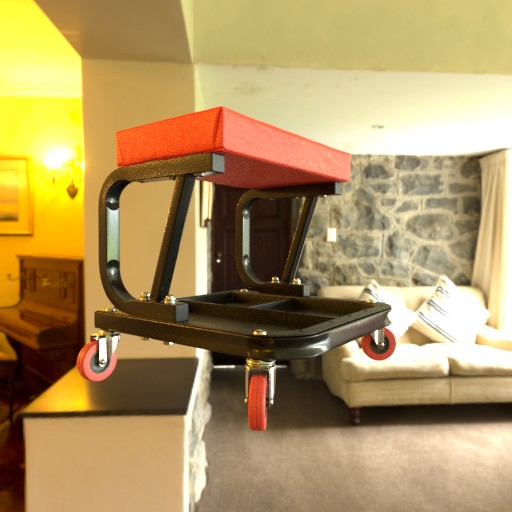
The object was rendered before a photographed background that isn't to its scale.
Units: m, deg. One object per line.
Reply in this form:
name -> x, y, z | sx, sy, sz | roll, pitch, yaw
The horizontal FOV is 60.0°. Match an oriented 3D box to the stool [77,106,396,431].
stool -> 0.000, 0.000, 0.736 | 0.371, 0.380, 0.446 | 1, 2, 37
